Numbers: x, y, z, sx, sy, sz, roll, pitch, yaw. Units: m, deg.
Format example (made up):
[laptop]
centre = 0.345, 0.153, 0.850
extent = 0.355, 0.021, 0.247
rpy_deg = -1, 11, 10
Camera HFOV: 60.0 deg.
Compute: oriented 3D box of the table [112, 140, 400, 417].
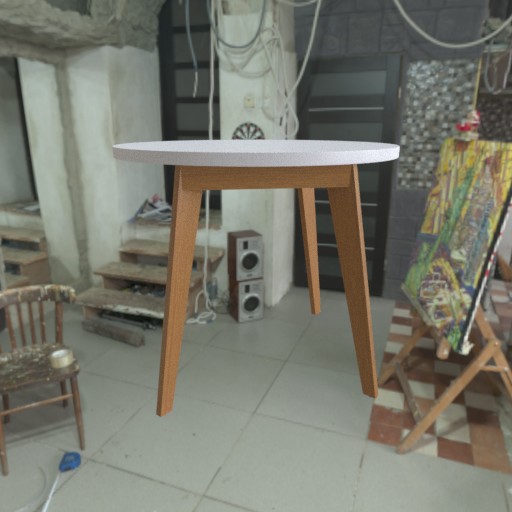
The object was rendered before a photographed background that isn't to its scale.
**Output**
[table]
centre = 0.000, 0.000, 1.555
extent = 0.896, 0.762, 0.896
rpy_deg = 0, 17, 0
